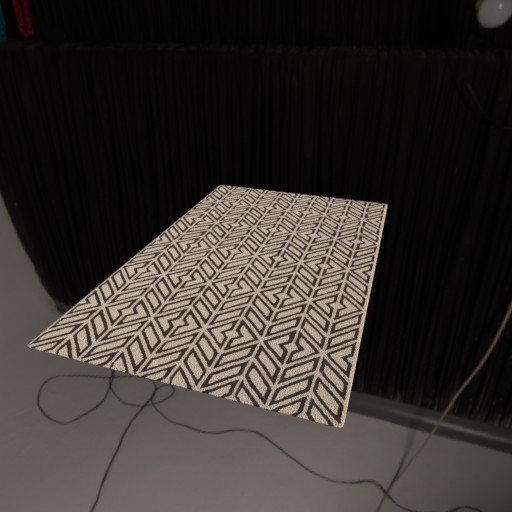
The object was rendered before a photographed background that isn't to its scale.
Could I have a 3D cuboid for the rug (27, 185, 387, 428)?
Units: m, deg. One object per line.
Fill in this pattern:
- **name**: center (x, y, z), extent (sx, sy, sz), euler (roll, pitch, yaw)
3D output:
- **rug**: center (0.000, 0.000, 2.936), extent (1.523, 0.008, 2.438), euler (9, 30, 16)
